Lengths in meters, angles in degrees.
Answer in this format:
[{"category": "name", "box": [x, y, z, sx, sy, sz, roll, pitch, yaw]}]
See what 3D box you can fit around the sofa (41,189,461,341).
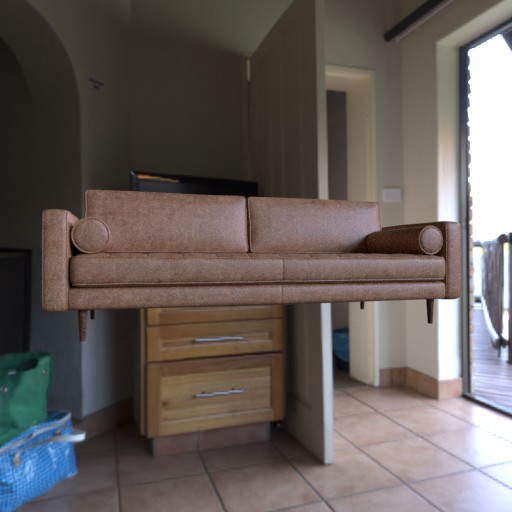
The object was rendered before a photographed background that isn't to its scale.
[{"category": "sofa", "box": [0.000, 0.000, 2.614, 2.200, 0.770, 0.919, 0, 0, -17]}]
